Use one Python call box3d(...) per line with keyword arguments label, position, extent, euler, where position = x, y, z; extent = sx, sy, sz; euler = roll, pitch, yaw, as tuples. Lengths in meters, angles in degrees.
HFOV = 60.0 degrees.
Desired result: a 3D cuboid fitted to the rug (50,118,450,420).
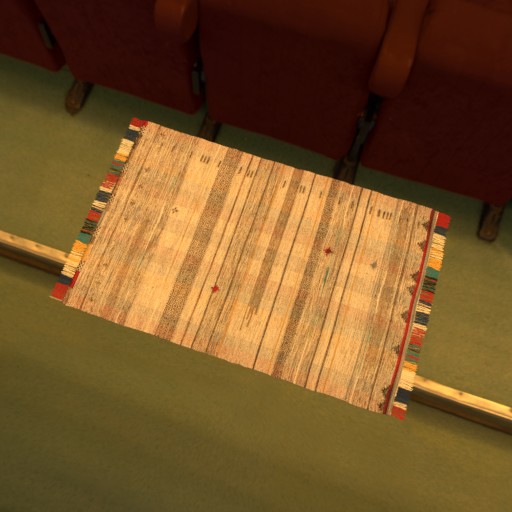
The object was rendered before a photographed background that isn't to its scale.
box3d(label="rug", position=(0.000, 0.000, 3.049), extent=(2.465, 0.012, 1.465), euler=(18, 76, 5))
